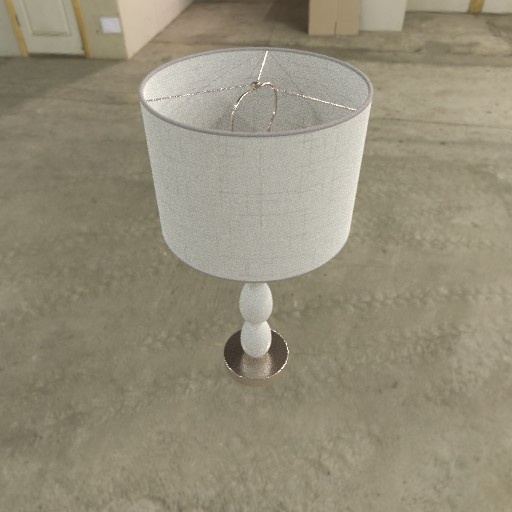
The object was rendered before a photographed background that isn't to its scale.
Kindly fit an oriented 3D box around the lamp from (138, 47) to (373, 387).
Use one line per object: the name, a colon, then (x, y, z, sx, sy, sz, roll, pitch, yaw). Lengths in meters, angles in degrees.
lamp: (0.000, 0.000, 0.720, 0.280, 0.559, 0.282, 26, 47, 27)
